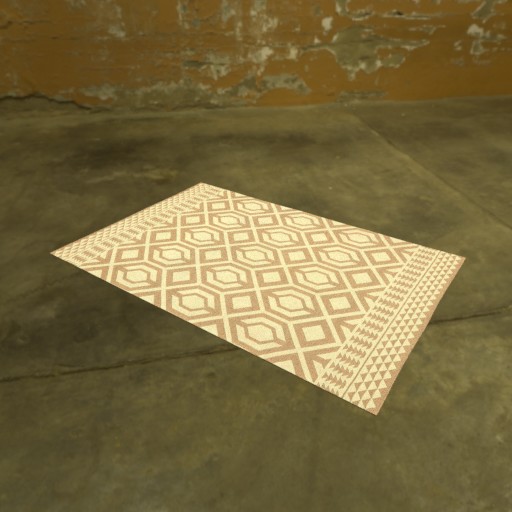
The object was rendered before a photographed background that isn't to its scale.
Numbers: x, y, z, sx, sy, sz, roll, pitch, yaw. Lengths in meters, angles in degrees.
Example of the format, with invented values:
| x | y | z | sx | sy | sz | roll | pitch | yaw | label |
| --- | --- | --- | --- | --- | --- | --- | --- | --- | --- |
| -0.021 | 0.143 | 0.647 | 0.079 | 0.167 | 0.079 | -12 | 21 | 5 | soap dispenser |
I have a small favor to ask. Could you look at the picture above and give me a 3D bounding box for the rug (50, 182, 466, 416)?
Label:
| x | y | z | sx | sy | sz | roll | pitch | yaw | label |
| --- | --- | --- | --- | --- | --- | --- | --- | --- | --- |
| 0.000 | 0.000 | 2.342 | 1.829 | 0.008 | 1.219 | 20 | 36 | 29 | rug |
